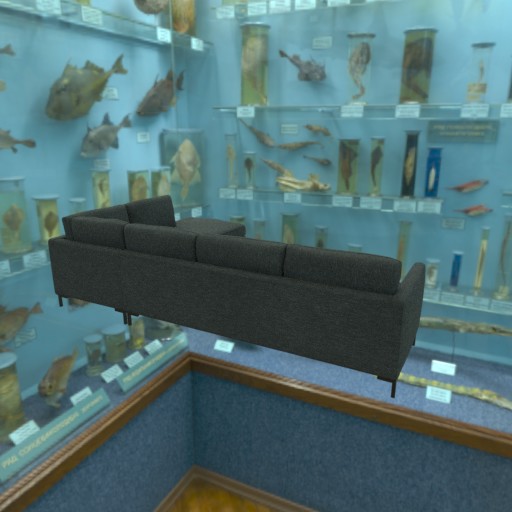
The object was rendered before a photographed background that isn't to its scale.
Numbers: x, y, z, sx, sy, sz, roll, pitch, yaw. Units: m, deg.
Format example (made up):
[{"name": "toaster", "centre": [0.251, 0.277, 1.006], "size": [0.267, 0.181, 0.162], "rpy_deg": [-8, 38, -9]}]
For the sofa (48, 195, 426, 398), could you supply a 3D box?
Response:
[{"name": "sofa", "centre": [0.000, 0.000, 3.943], "size": [2.949, 0.815, 2.007], "rpy_deg": [9, 19, 27]}]
